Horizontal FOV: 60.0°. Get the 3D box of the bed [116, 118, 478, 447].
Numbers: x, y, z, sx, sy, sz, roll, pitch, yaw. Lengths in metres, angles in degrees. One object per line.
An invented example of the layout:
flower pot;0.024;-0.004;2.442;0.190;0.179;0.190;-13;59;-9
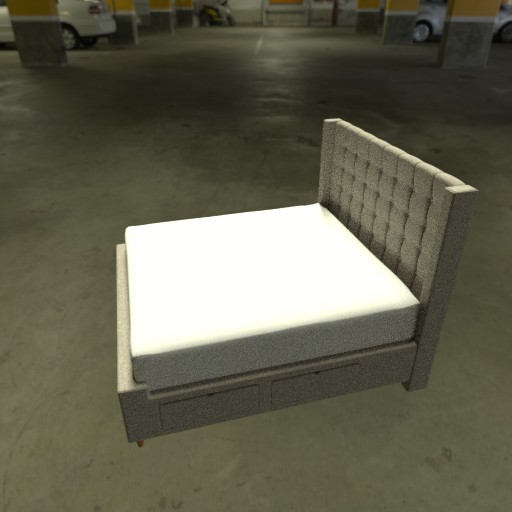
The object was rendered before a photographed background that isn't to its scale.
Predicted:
bed;0.000;0.000;3.785;2.372;1.748;2.044;-8;31;-13
